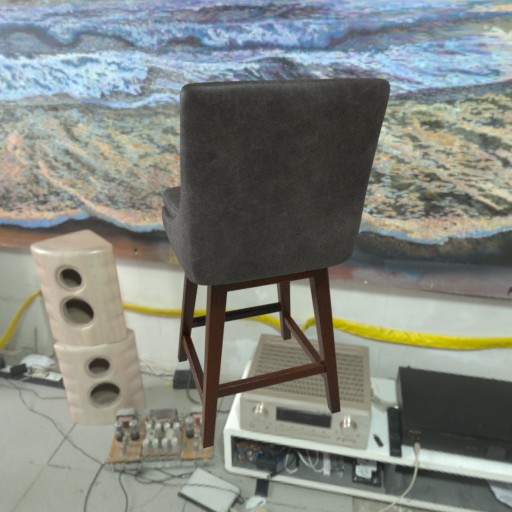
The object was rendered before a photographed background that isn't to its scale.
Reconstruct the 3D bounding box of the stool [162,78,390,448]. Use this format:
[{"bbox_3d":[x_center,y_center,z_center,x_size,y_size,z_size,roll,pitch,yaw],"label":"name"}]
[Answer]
[{"bbox_3d":[0.000,0.000,1.364,0.492,1.046,0.587,-8,27,-17],"label":"stool"}]
